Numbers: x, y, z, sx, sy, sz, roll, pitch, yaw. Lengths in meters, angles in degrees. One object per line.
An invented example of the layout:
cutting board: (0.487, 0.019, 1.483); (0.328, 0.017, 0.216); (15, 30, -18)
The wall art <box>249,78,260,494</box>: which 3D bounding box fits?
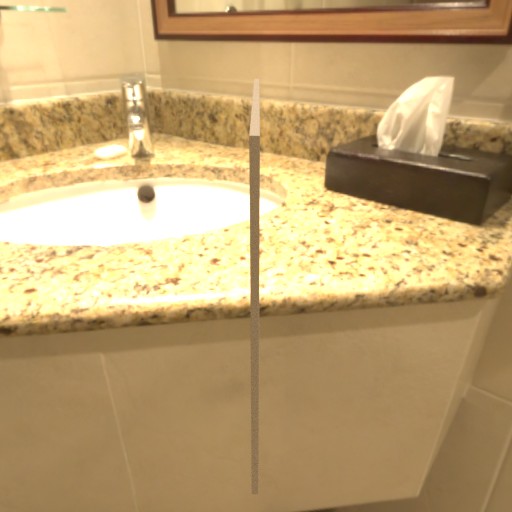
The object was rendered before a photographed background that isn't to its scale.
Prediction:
wall art: (0.000, 0.000, 0.670); (0.009, 0.457, 0.456); (0, 27, 0)
